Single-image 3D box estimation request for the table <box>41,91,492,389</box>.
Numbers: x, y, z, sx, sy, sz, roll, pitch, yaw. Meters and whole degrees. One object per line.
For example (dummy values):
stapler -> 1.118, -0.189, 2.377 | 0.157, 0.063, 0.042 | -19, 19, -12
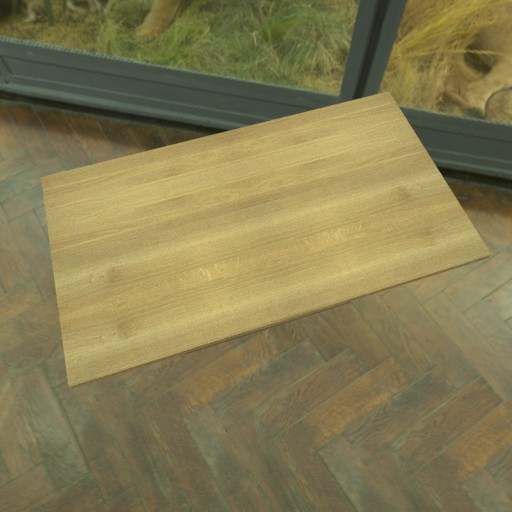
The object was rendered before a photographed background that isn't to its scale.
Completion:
table -> 0.000, 0.000, 2.108 | 1.600, 0.750, 0.900 | -16, 65, -8
